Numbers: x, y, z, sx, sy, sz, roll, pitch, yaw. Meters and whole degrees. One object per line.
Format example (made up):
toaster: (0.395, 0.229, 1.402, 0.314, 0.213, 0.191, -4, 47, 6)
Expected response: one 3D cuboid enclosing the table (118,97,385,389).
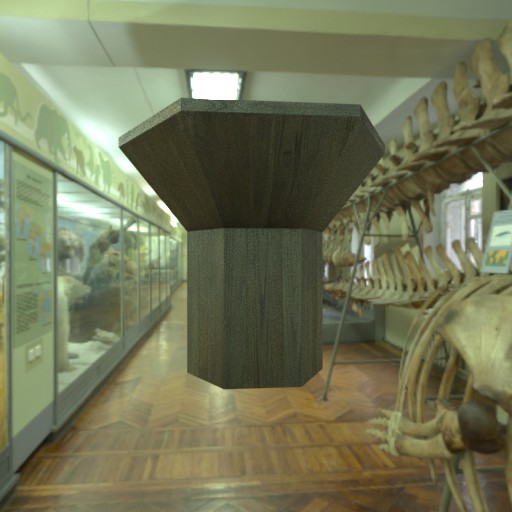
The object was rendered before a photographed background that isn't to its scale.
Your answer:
table: (0.000, 0.000, 1.132, 0.592, 0.586, 0.683, 0, 0, -36)
